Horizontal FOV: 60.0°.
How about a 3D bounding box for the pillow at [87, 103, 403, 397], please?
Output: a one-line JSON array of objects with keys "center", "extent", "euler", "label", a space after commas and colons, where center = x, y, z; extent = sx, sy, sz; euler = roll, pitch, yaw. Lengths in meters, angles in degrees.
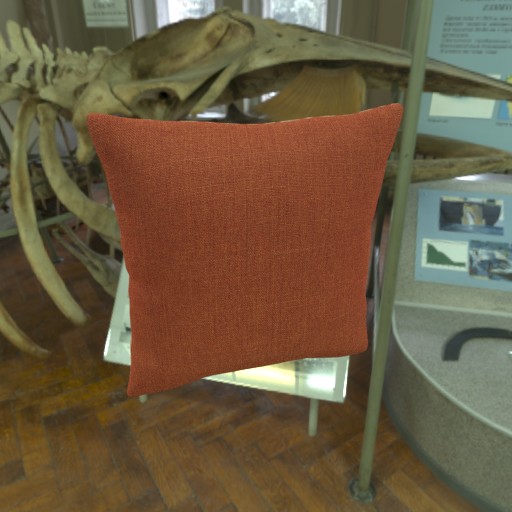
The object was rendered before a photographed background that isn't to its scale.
[{"center": [0.000, 0.000, 0.671], "extent": [0.429, 0.434, 0.159], "euler": [-8, 27, -16], "label": "pillow"}]
